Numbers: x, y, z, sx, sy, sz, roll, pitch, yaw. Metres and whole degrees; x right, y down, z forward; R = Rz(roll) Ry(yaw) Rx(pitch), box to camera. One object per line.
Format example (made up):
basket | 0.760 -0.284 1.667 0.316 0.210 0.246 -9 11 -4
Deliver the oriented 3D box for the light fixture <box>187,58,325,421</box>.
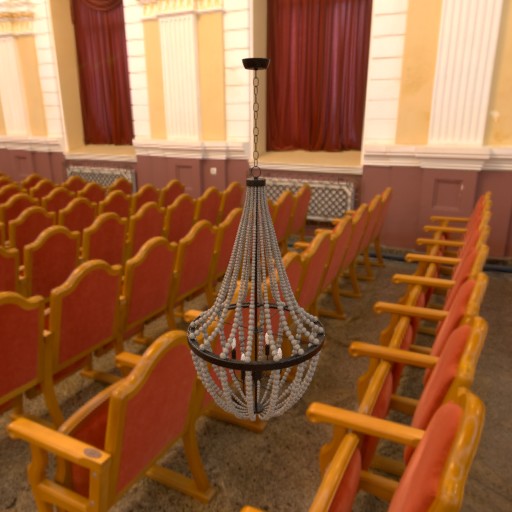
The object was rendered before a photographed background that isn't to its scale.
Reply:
light fixture | 0.000 0.000 1.388 0.450 1.133 0.450 0 17 0
